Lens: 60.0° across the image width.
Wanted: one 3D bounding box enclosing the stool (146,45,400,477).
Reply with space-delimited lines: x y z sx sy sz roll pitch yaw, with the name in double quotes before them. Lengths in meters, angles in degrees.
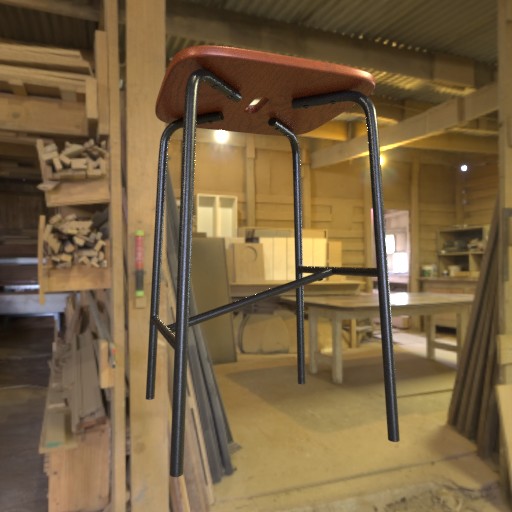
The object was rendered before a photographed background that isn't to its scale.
"stool" 0.000 0.000 0.846 0.376 0.610 0.376 0 -1 -19
